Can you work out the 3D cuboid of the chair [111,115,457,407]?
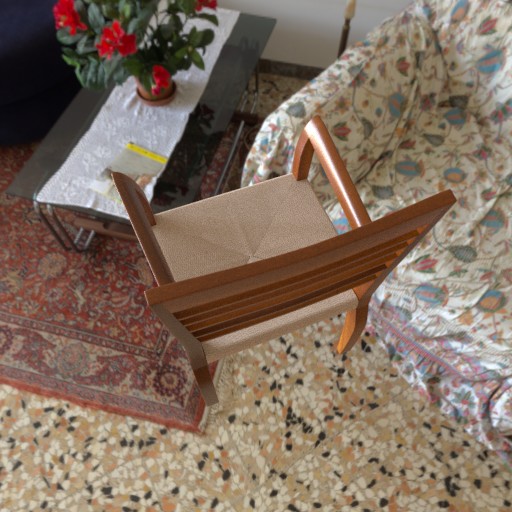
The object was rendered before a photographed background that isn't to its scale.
[{"bbox_3d":[0.000,0.000,1.209,0.587,0.855,0.540,-19,61,-11],"label":"chair"}]
